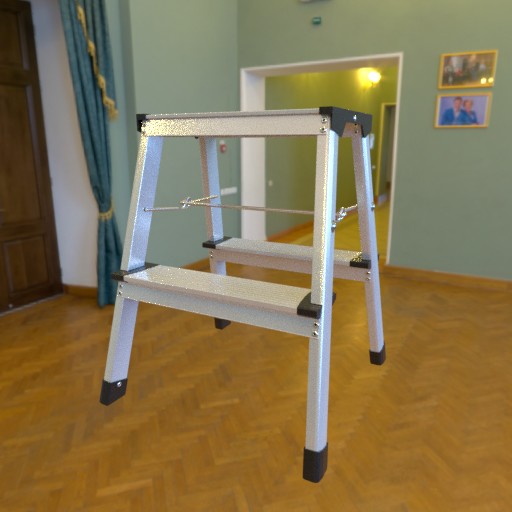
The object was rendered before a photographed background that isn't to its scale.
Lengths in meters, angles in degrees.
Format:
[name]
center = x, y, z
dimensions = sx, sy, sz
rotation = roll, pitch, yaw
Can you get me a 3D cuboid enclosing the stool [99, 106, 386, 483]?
[stool]
center = 0.000, 0.000, 0.785
dimensions = 0.404, 0.480, 0.405
rotation = 8, 16, 27
